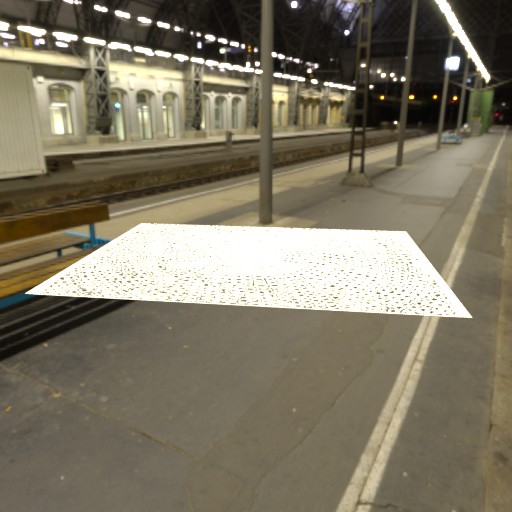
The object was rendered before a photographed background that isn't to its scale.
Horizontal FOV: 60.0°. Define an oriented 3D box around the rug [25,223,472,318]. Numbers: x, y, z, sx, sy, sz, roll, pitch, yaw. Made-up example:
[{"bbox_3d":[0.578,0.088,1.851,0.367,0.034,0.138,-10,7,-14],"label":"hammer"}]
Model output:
[{"bbox_3d":[0.000,0.000,2.163,1.634,0.003,1.190,2,18,7],"label":"rug"}]
